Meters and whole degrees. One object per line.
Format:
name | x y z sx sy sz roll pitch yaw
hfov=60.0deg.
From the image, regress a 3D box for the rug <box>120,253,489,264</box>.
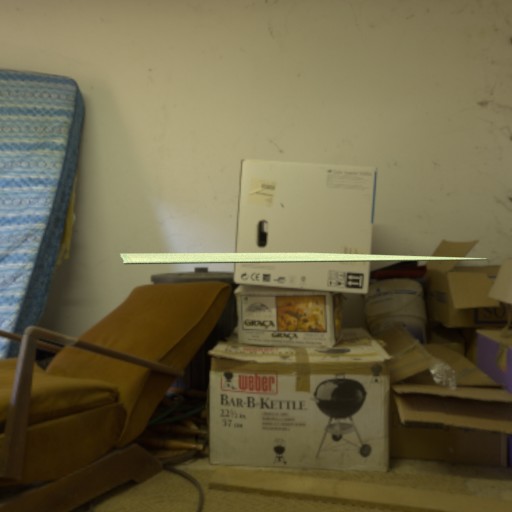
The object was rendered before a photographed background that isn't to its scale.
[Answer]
rug | 0.000 0.000 4.052 2.363 0.012 2.980 0 1 -17
